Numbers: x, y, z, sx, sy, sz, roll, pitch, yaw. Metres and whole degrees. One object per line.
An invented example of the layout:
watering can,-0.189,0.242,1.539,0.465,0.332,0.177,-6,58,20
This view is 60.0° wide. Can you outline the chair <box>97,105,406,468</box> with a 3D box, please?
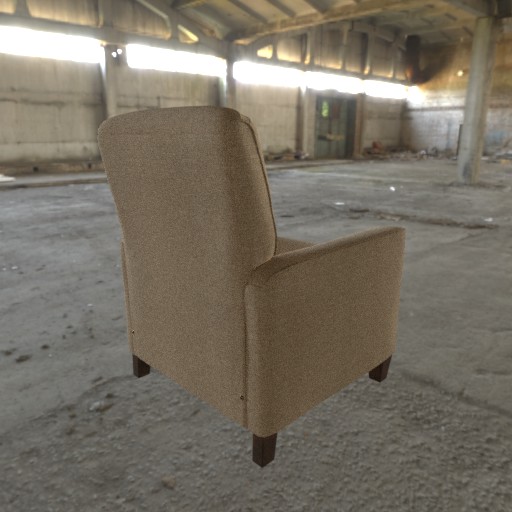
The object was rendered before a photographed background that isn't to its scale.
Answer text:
chair,0.000,0.000,1.661,0.858,1.028,0.841,-15,21,-43
